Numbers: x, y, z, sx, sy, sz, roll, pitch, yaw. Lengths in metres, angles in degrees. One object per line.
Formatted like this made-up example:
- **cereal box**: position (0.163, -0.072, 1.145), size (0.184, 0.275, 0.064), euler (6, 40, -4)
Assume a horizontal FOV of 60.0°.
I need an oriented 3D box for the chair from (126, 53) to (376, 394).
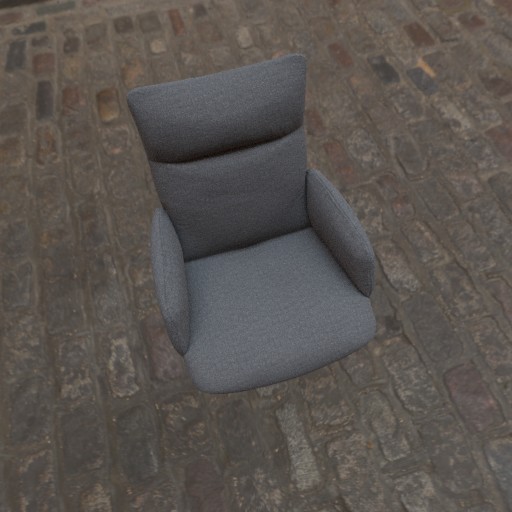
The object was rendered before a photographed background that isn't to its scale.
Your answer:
- **chair**: position (0.000, 0.000, 1.542), size (0.702, 0.984, 0.831), euler (-16, 64, -8)
